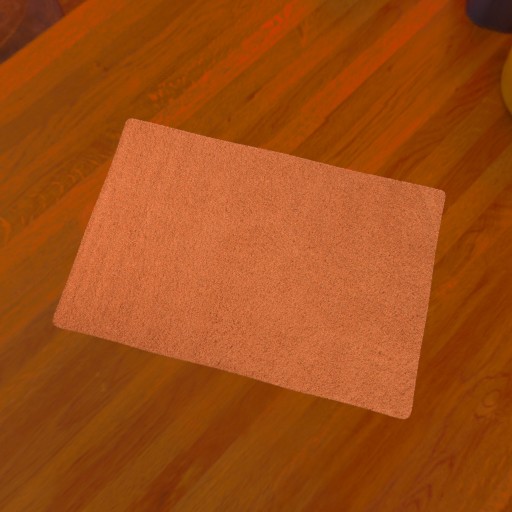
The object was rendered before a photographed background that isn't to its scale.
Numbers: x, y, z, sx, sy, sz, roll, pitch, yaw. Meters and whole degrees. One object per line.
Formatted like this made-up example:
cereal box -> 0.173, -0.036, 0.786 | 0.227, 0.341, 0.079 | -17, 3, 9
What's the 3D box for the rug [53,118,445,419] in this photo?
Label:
rug -> 0.000, 0.000, 3.440 | 2.700, 0.024, 1.801 | 14, 76, 4
